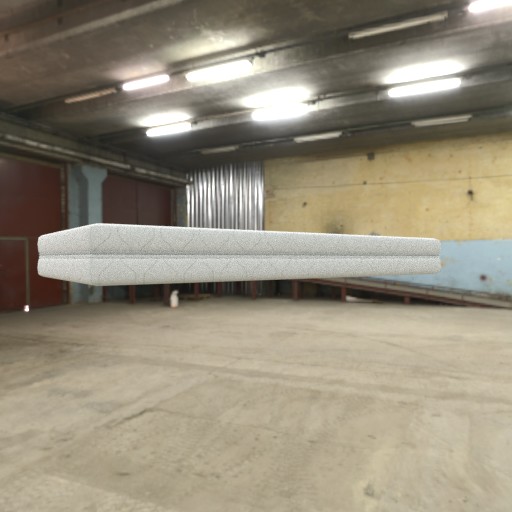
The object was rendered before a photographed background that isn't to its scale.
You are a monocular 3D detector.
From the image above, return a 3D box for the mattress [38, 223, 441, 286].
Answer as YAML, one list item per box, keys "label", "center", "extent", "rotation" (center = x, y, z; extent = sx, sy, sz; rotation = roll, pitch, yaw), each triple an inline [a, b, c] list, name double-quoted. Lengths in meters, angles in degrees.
- label: "mattress"
  center: [0.000, 0.000, 2.281]
  extent: [1.900, 0.200, 0.900]
  rotation: [0, 0, -36]
